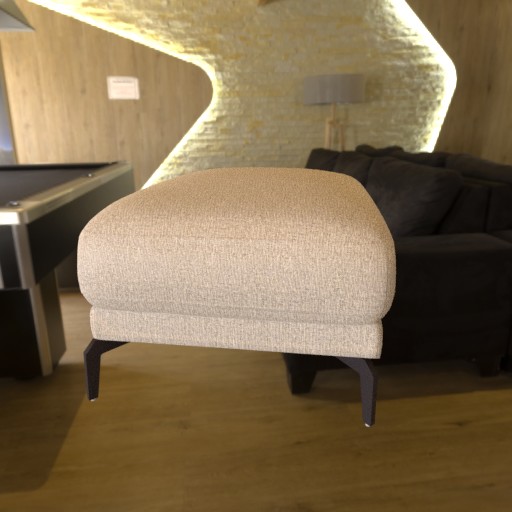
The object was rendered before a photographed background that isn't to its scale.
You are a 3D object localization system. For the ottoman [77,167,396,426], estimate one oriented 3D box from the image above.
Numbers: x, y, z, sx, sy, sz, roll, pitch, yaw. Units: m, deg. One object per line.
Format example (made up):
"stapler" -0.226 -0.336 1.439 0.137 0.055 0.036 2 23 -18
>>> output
"ottoman" 0.000 0.000 1.099 0.568 0.420 0.772 2 16 8
